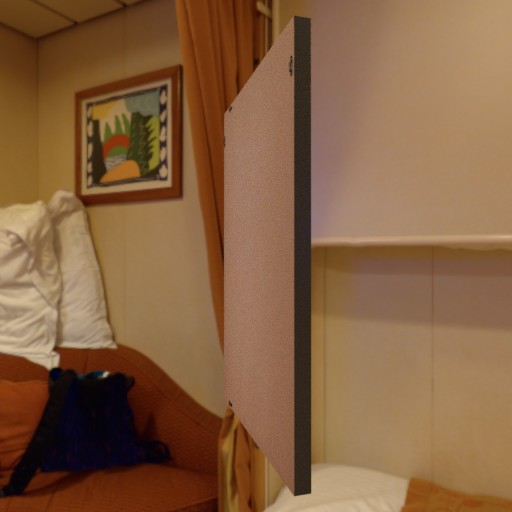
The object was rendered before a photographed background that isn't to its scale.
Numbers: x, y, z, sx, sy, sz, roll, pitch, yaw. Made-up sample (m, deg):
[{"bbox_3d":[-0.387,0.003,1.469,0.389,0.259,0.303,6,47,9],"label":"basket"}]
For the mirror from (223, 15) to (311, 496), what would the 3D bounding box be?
[{"bbox_3d":[0.000,0.000,1.139,0.040,0.915,0.609,0,0,-17],"label":"mirror"}]
